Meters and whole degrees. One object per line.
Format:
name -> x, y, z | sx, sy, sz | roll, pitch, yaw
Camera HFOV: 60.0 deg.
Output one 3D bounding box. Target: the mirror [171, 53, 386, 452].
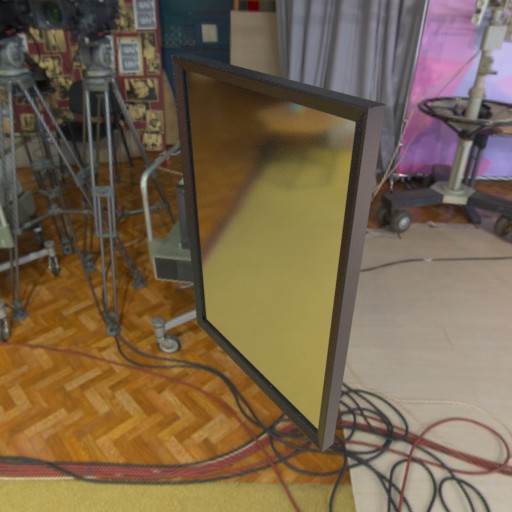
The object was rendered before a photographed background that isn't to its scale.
mirror -> 0.000, 0.000, 0.918 | 0.039, 0.710, 0.507 | -23, 39, -31
